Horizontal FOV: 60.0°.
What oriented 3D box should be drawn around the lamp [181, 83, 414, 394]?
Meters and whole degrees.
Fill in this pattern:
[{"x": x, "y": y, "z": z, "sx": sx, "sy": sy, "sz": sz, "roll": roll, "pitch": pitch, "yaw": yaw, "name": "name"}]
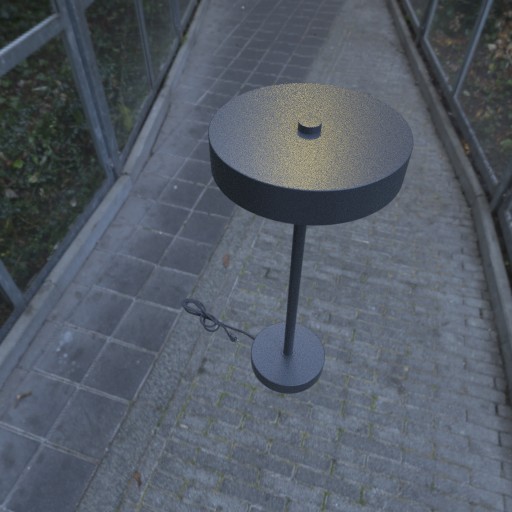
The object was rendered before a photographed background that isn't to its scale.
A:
[{"x": 0.000, "y": 0.000, "z": 0.702, "sx": 0.369, "sy": 0.508, "sz": 0.229, "roll": 23, "pitch": 50, "yaw": 21, "name": "lamp"}]
